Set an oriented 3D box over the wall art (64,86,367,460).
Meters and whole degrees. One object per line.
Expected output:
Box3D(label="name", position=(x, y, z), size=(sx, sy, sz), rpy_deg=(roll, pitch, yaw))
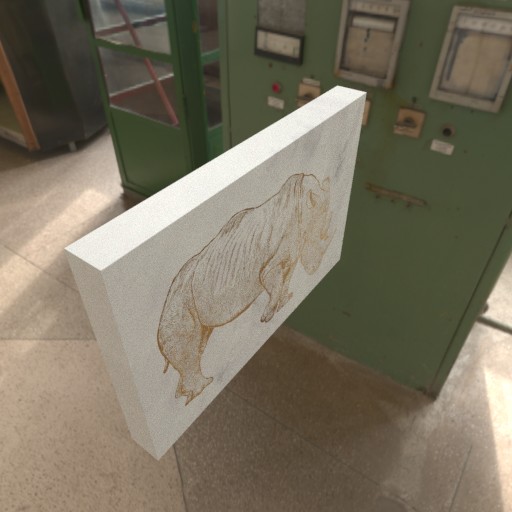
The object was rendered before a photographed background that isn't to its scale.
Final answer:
Box3D(label="wall art", position=(0.000, 0.000, 0.485), size=(0.038, 0.254, 0.381), rpy_deg=(25, 46, 27))
